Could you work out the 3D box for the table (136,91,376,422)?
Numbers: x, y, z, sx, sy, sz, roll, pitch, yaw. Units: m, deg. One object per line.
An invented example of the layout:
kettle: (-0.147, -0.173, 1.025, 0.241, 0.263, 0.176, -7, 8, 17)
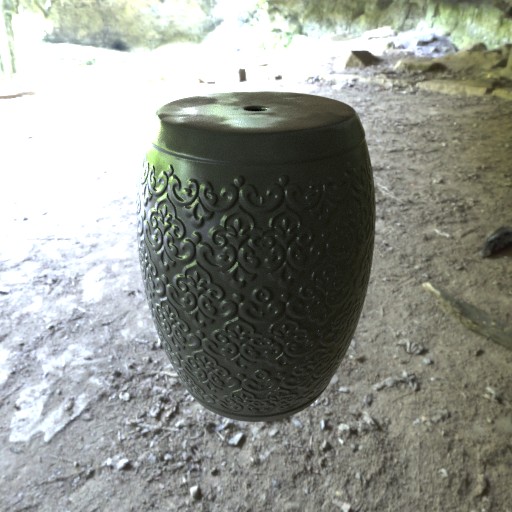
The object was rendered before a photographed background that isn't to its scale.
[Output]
table: (0.000, 0.000, 0.610, 0.309, 0.397, 0.309, 0, 30, 0)
